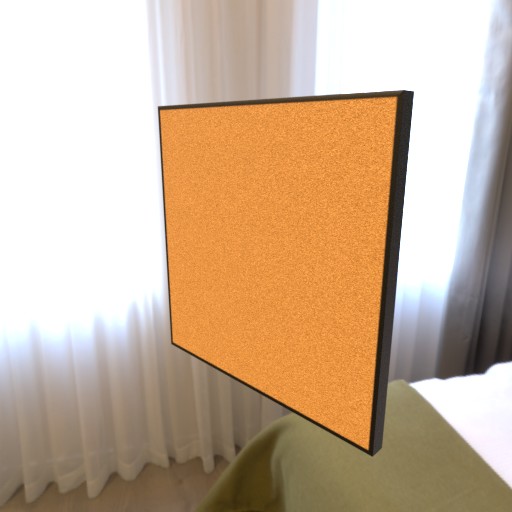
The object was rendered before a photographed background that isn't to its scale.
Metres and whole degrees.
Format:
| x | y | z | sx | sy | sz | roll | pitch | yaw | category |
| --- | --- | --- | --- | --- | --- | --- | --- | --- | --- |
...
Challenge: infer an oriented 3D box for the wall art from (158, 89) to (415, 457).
| x | y | z | sx | sy | sz | roll | pitch | yaw | category |
| --- | --- | --- | --- | --- | --- | --- | --- | --- | --- |
| 0.000 | 0.000 | 1.154 | 0.769 | 0.766 | 0.042 | 15 | 22 | 43 | wall art |
